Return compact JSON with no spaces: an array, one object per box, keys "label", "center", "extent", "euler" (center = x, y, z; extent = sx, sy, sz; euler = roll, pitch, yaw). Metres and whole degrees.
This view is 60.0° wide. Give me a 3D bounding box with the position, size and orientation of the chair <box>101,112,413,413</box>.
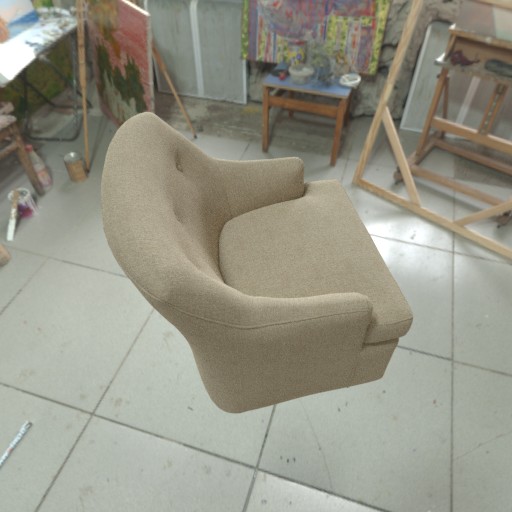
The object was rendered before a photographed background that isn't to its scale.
[{"label":"chair","center":[0.000,0.000,1.629],"extent":[0.923,0.856,0.864],"euler":[-9,48,-8]}]
